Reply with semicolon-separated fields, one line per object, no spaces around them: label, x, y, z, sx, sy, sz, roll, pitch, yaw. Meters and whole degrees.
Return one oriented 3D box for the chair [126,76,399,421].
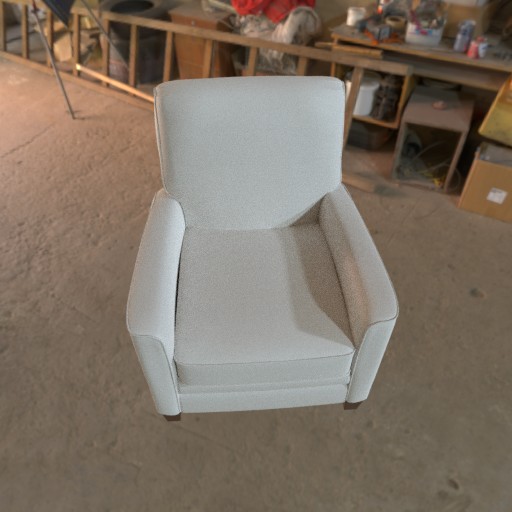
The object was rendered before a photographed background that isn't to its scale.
chair;0.000;0.000;1.642;0.841;1.028;0.858;-3;46;-3
